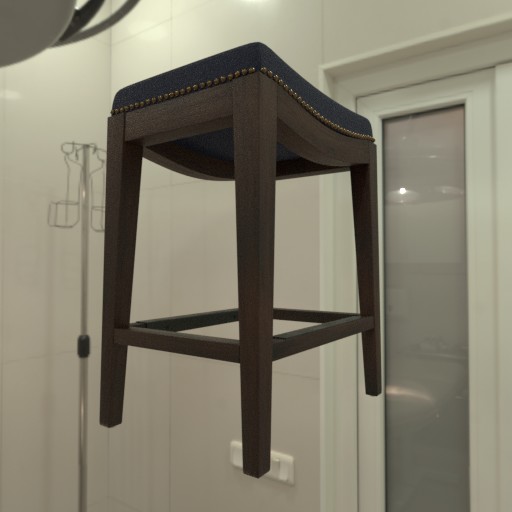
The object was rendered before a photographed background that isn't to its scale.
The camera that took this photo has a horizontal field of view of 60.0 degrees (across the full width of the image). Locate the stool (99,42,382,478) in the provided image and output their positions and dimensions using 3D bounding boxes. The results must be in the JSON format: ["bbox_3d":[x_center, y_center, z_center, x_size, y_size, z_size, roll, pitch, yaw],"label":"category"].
[{"bbox_3d":[0.000,0.000,0.929,0.361,0.642,0.500,-1,-1,35],"label":"stool"}]
